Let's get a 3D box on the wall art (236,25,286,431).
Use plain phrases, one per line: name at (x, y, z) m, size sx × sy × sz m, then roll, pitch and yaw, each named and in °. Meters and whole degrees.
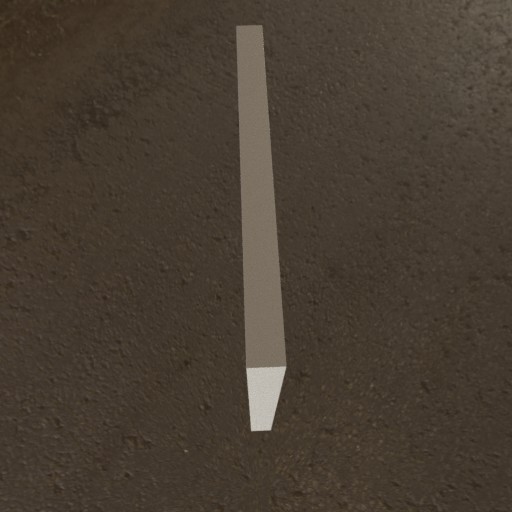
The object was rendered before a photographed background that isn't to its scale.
wall art at (0.000, 0.000, 0.762) m, size 0.038 × 0.505 × 0.506 m, roll -2°, pitch 62°, yaw -1°
